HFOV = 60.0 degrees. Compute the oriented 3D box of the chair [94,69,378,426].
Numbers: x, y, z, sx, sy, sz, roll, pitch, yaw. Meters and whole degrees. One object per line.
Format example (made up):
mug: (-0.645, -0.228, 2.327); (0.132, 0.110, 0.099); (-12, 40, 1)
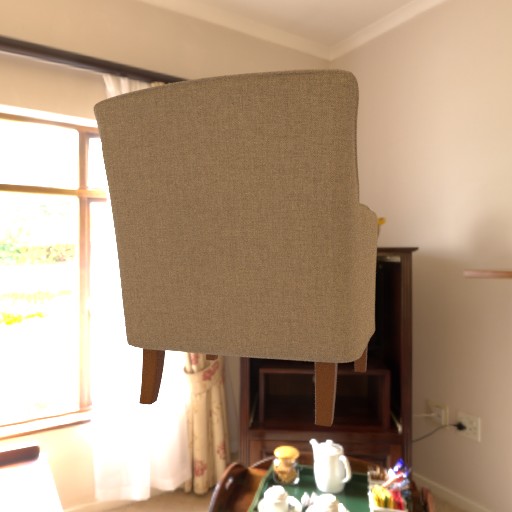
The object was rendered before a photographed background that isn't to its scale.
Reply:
chair: (0.000, 0.000, 1.746); (0.887, 1.047, 0.993); (0, 0, 18)
